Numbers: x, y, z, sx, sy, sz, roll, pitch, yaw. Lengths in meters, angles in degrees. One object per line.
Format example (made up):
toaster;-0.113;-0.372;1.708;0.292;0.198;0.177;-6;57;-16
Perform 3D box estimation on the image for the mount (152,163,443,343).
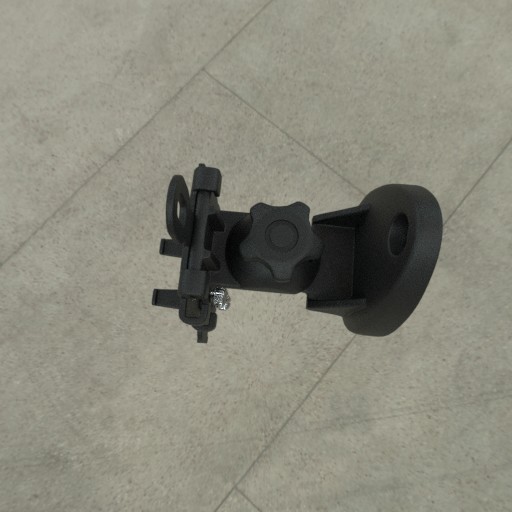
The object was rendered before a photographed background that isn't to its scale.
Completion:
mount;0.000;0.000;0.171;0.100;0.118;0.066;5;77;1
